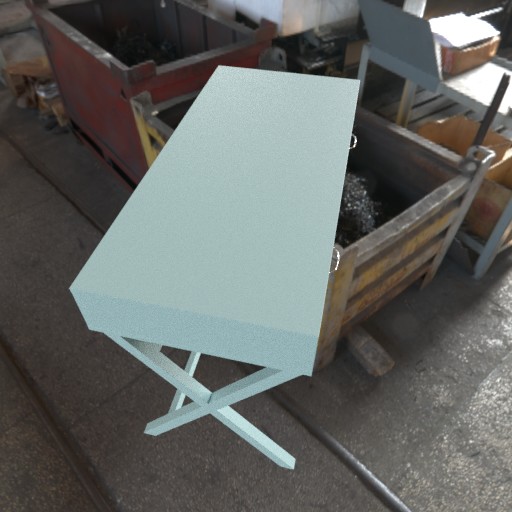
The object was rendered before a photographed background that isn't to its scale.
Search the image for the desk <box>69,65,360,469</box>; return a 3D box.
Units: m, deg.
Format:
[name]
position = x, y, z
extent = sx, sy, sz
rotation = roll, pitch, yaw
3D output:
[desk]
position = 0.000, 0.000, 1.486
extent = 0.525, 0.780, 1.057
rotation = 10, 48, 9
